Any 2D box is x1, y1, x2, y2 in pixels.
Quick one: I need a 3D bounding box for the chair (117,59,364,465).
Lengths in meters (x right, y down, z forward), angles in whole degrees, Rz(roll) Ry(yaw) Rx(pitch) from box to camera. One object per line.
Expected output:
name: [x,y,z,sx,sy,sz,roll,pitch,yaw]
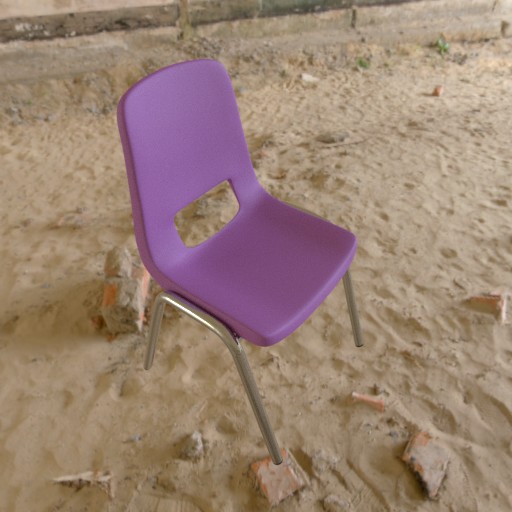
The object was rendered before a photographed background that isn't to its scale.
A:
chair: [0.000,0.000,0.664,0.301,0.493,0.291,26,47,27]
